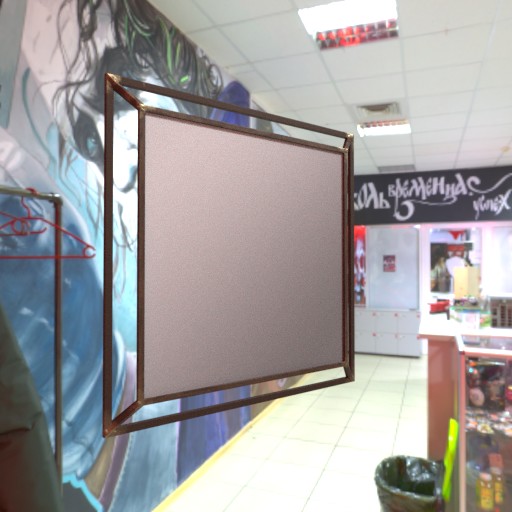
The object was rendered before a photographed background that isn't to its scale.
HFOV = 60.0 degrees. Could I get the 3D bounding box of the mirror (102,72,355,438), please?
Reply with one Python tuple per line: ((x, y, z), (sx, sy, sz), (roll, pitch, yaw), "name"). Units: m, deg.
((0.000, 0.000, 0.911), (0.610, 0.610, 0.032), (1, -1, -36), "mirror")
